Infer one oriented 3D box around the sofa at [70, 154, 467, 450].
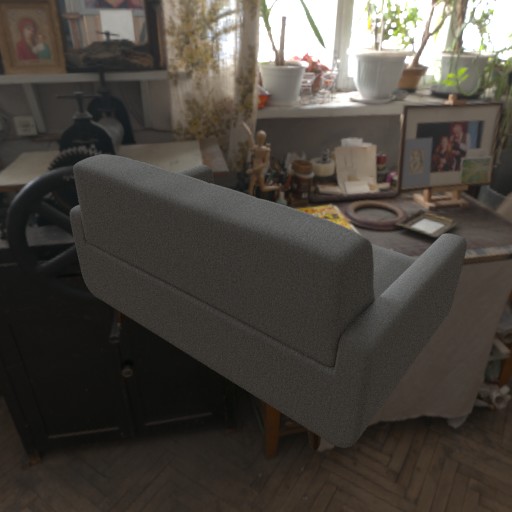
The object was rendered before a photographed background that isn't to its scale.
[{"bbox_3d":[0.000,0.000,2.149,1.651,0.925,0.952,22,36,33],"label":"sofa"}]
